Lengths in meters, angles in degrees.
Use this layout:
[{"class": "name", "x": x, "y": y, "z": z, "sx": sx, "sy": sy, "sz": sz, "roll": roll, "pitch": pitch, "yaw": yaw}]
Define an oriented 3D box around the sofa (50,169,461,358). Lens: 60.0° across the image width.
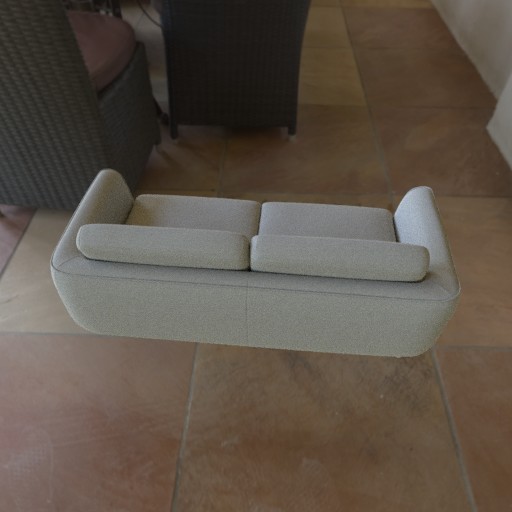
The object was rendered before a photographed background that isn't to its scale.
[{"class": "sofa", "x": 0.000, "y": 0.000, "z": 2.484, "sx": 2.000, "sy": 0.850, "sz": 0.920, "roll": 4, "pitch": 48, "yaw": 4}]
